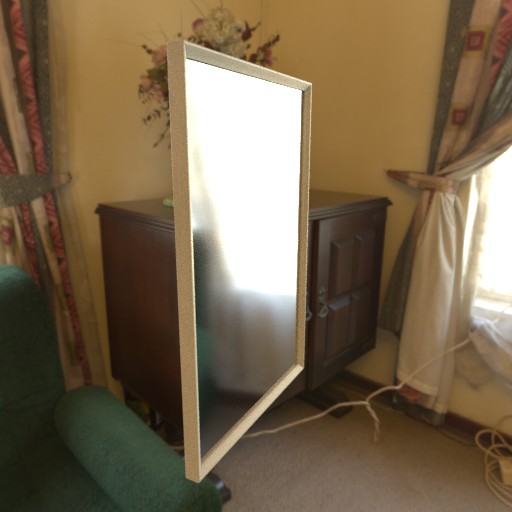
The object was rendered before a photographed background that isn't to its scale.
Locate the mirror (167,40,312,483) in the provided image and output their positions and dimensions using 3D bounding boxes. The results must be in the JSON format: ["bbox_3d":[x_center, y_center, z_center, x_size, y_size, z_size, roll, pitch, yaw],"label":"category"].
[{"bbox_3d":[0.000,0.000,1.154,0.041,0.915,0.609,7,15,28],"label":"mirror"}]
